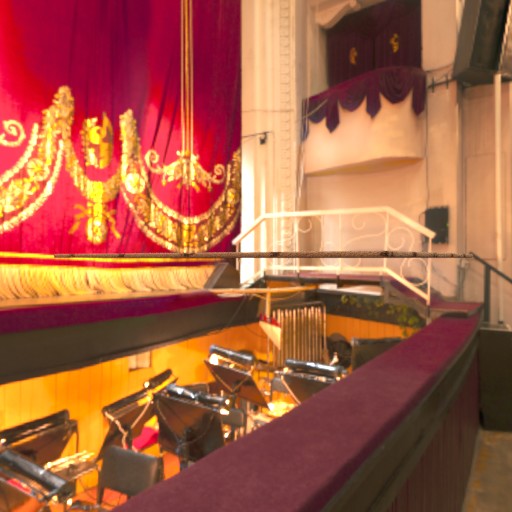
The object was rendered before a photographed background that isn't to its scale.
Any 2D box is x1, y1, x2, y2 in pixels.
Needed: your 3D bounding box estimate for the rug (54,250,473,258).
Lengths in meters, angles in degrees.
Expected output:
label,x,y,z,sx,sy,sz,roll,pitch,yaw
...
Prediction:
label,x,y,z,sx,sy,sz,roll,pitch,yaw
rug,0.000,0.000,3.434,2.743,0.030,1.778,0,0,37
